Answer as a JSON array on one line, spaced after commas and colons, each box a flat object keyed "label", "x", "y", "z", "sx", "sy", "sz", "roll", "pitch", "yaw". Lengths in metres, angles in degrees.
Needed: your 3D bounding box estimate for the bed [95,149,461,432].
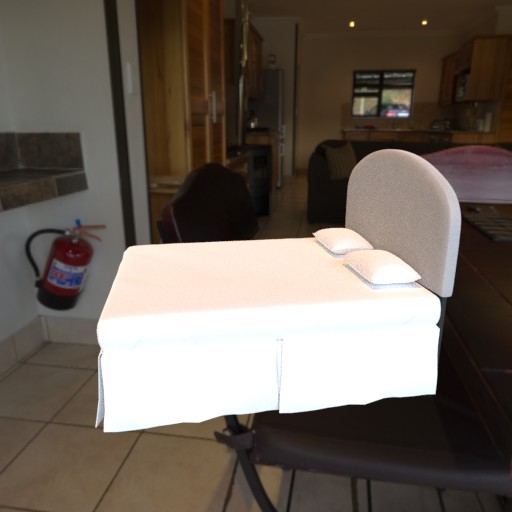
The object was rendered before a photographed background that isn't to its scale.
[{"label": "bed", "x": 0.000, "y": 0.000, "z": 3.049, "sx": 2.005, "sy": 1.410, "sz": 1.607, "roll": -3, "pitch": 17, "yaw": -9}]
